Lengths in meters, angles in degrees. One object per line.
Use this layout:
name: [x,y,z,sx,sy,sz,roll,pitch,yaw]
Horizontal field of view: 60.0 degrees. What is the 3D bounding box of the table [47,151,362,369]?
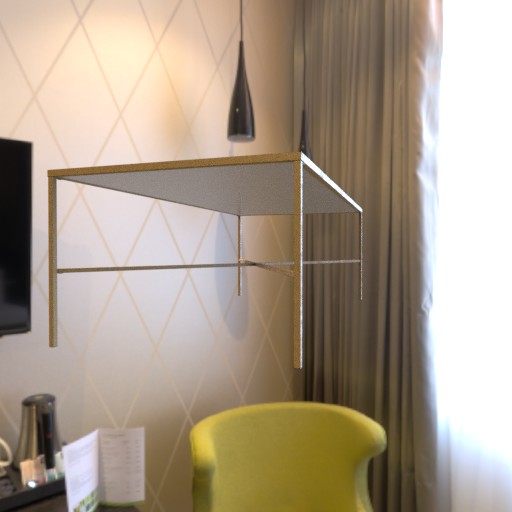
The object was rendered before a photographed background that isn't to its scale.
table: [0.000,0.000,1.474,0.580,0.398,1.206,0,1,19]
